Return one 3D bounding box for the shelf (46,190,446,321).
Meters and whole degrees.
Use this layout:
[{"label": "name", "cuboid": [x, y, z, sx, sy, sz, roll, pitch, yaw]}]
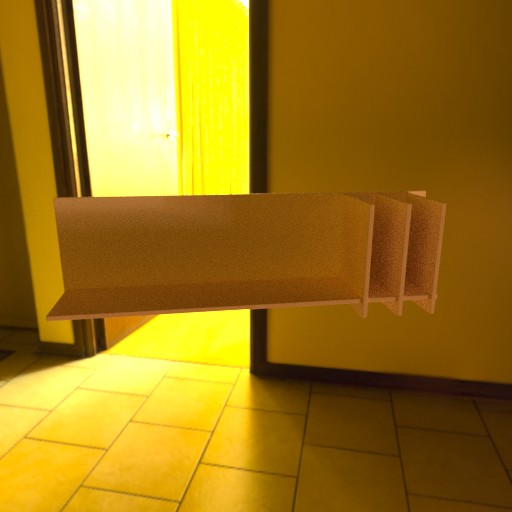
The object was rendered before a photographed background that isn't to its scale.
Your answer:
[{"label": "shelf", "cuboid": [0.000, 0.000, 1.160, 1.020, 0.300, 0.200, -2, 16, -8]}]
